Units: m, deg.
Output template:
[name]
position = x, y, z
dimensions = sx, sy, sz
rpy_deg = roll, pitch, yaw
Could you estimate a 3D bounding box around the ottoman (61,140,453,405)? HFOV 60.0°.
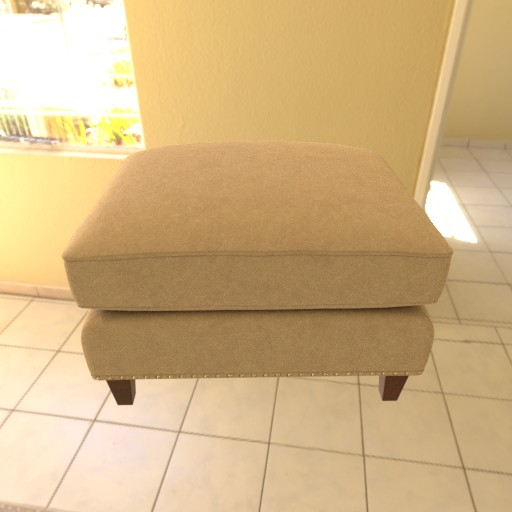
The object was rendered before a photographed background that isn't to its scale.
[ottoman]
position = 0.000, 0.000, 1.144
dimensions = 0.741, 0.513, 0.584
rpy_deg = -1, 32, -1
